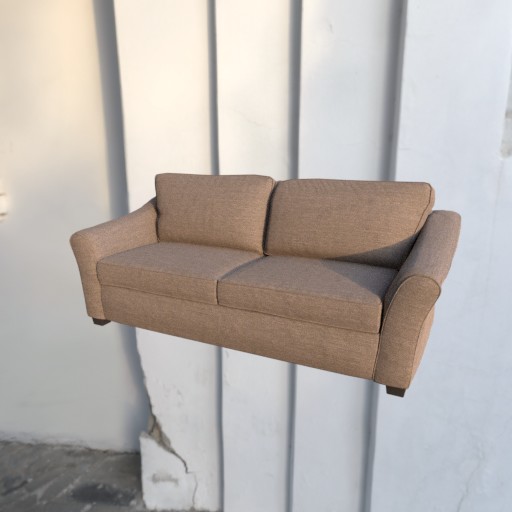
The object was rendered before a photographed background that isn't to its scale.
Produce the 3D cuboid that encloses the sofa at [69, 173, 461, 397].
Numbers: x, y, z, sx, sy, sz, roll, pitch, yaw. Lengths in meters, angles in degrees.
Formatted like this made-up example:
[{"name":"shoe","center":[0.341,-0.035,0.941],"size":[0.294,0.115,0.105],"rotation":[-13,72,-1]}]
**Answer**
[{"name":"sofa","center":[0.000,0.000,2.776],"size":[2.270,0.965,0.980],"rotation":[7,16,26]}]
